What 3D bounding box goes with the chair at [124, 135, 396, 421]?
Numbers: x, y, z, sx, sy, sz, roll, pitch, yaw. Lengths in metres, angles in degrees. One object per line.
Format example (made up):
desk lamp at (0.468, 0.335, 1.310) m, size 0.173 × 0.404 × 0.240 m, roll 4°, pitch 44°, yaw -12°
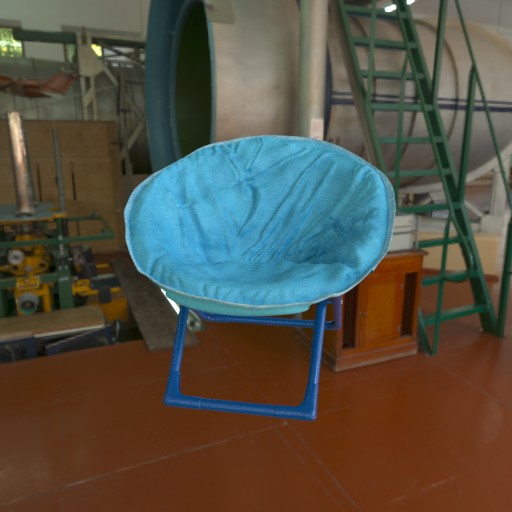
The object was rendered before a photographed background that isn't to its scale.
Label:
chair at (0.000, 0.000, 0.895) m, size 0.520 × 0.478 × 0.465 m, roll 3°, pitch 15°, yaw 10°
